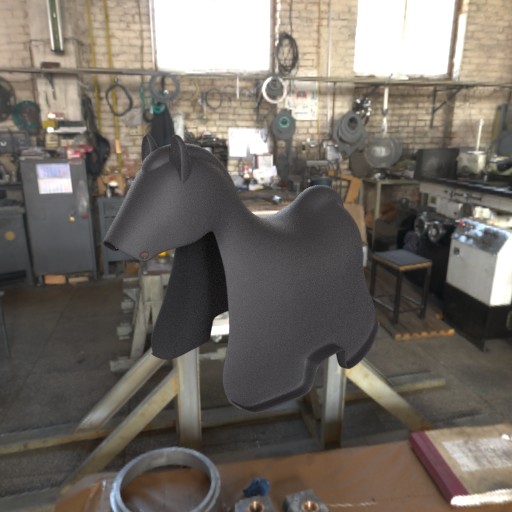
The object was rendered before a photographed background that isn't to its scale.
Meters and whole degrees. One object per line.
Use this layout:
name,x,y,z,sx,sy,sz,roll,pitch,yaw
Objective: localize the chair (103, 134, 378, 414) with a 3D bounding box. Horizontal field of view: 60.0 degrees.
chair,0.000,0.000,1.145,0.429,0.612,0.800,15,22,43
